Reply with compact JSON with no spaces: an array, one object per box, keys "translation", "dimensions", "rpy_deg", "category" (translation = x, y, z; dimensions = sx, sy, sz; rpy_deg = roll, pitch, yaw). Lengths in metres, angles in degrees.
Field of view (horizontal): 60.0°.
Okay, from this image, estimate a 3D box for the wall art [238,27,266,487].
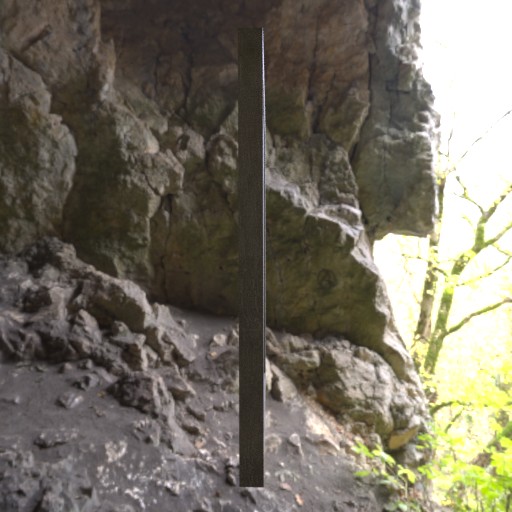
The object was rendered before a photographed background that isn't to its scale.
[{"translation":[0.000,0.000,0.713],"dimensions":[0.032,0.521,0.421],"rpy_deg":[0,1,1],"category":"wall art"}]
